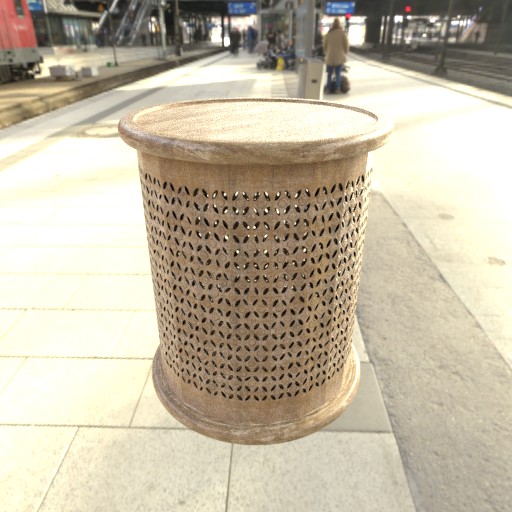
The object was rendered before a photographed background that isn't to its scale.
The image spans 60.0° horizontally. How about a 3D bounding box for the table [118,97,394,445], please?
[{"bbox_3d":[0.000,0.000,0.781,0.407,0.482,0.407,0,27,0],"label":"table"}]
